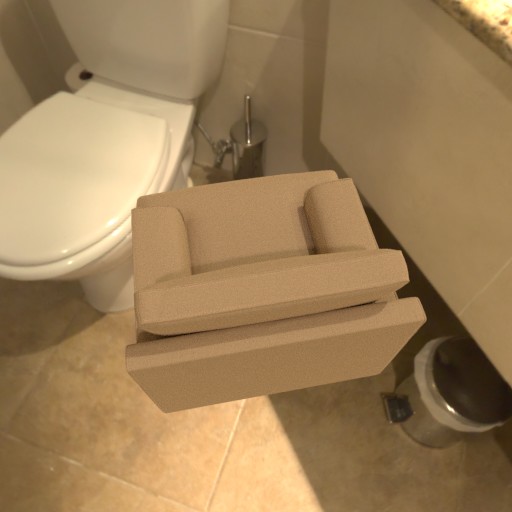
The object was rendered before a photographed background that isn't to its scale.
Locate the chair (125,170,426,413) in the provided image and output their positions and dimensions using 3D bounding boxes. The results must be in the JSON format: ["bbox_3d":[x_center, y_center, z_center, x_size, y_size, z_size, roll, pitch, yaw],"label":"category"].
[{"bbox_3d":[0.000,0.000,2.185,1.293,1.005,1.274,-15,60,-9],"label":"chair"}]
